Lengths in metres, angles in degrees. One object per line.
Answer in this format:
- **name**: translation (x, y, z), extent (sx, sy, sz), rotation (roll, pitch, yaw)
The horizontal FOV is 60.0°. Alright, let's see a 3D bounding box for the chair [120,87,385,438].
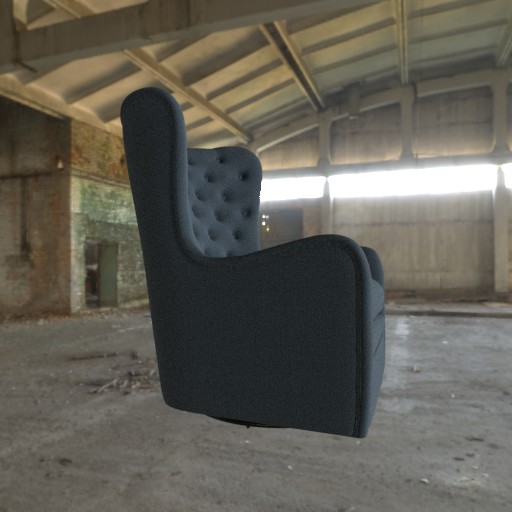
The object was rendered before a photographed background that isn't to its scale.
- **chair**: translation (0.000, 0.000, 1.711), extent (0.930, 1.079, 0.831), rotation (0, -1, 19)
